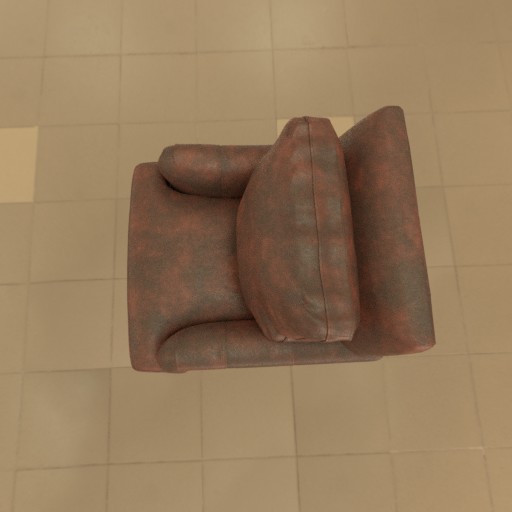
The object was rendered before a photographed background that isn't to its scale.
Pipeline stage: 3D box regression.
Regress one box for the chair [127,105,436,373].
[{"bbox_3d":[0.000,0.000,1.986,1.156,1.051,0.987,-3,77,-1],"label":"chair"}]
